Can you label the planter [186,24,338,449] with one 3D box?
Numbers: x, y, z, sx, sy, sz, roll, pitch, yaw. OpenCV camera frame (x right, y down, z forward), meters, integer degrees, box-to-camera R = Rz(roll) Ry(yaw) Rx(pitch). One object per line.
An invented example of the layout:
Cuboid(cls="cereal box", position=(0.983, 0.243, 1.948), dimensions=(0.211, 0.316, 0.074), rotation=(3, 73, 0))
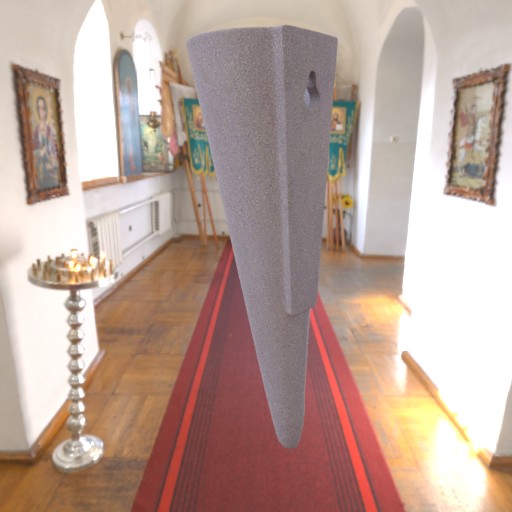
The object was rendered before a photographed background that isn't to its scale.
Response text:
Cuboid(cls="planter", position=(0.000, 0.000, 0.293), dimensions=(0.078, 0.259, 0.087), rotation=(-15, 21, -43))
